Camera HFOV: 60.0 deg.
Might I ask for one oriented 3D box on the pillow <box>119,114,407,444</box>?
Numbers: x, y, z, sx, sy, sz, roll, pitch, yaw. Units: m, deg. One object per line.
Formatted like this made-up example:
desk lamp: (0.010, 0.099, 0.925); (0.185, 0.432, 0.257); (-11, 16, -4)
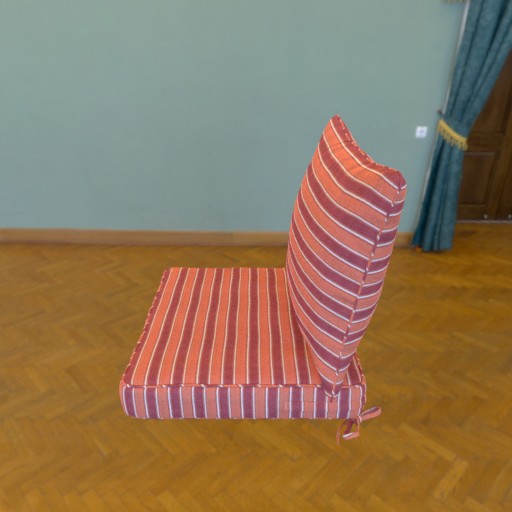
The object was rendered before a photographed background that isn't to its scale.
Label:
pillow: (0.000, 0.000, 1.353); (0.733, 0.723, 0.799); (0, 26, 0)
